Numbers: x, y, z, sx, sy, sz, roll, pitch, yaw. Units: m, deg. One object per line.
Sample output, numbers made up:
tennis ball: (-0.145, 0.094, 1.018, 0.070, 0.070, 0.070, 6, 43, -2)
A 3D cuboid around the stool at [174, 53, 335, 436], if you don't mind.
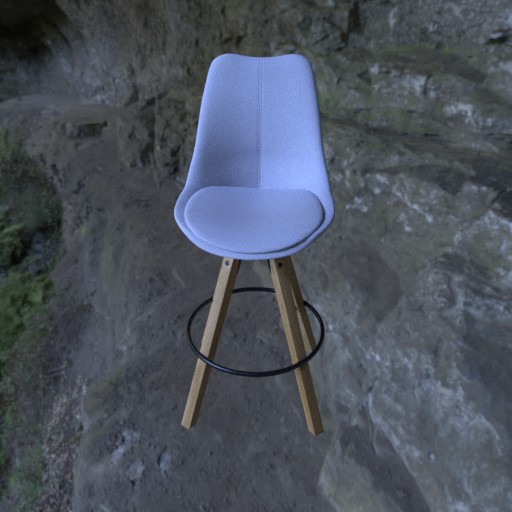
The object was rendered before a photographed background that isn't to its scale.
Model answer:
stool: (0.000, 0.000, 1.403, 0.484, 1.115, 0.550, 2, 31, 3)
